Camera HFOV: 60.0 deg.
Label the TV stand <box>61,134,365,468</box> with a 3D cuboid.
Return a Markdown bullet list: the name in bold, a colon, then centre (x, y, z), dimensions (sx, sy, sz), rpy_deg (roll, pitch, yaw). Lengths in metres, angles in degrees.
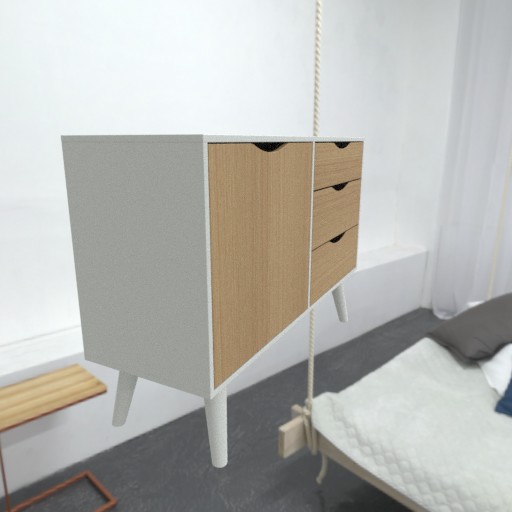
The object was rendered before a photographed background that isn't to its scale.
- **TV stand**: centre (0.000, 0.000, 1.562), dimensions (0.406, 0.812, 1.193), rpy_deg (8, 17, 27)
